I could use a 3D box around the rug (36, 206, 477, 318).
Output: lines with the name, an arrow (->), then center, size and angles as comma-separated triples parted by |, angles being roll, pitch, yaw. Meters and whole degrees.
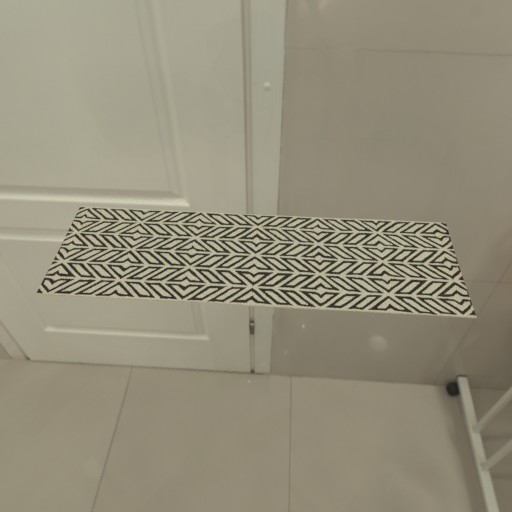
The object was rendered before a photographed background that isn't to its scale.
rug -> 0.000, 0.000, 2.694 | 2.435, 0.009, 0.750 | 3, 47, 3
